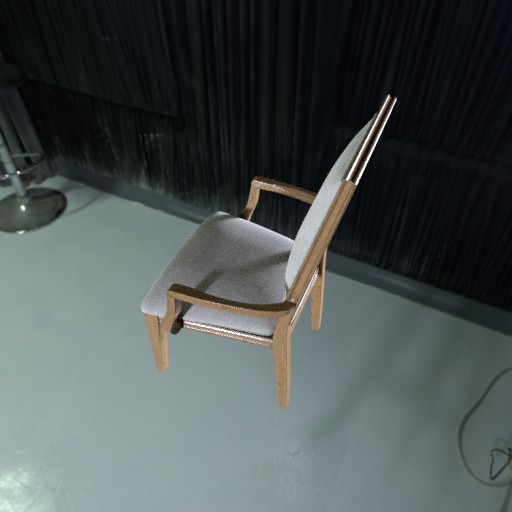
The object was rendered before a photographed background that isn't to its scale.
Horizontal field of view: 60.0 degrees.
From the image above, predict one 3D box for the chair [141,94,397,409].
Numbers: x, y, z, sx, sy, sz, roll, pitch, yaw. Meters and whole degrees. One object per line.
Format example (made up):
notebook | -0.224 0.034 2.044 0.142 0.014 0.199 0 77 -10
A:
chair | 0.000 0.000 1.414 0.602 0.990 0.606 17 46 17
